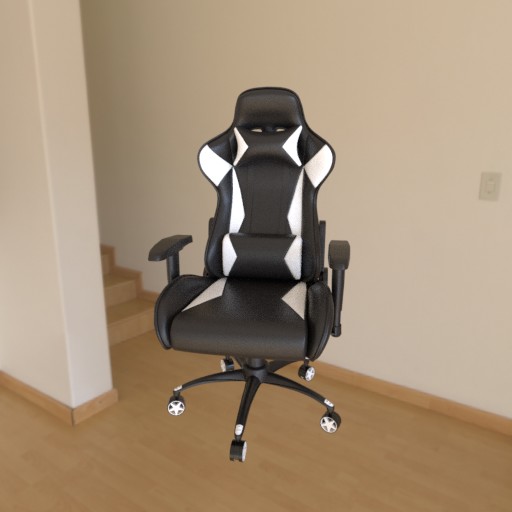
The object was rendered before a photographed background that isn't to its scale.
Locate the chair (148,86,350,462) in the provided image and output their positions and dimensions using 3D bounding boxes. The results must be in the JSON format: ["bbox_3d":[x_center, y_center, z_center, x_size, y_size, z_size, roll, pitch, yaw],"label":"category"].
[{"bbox_3d":[0.000,0.000,1.691,0.730,1.285,0.695,2,14,10],"label":"chair"}]
